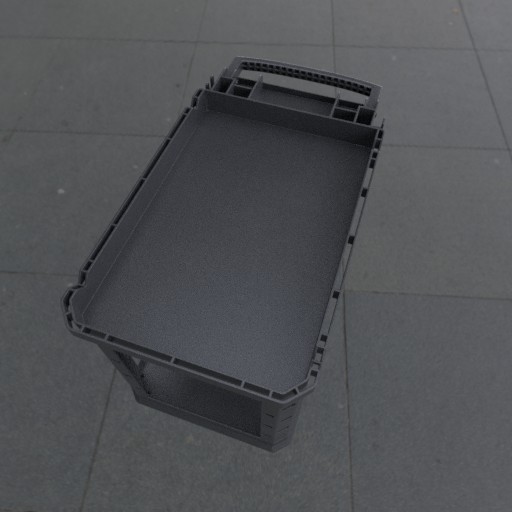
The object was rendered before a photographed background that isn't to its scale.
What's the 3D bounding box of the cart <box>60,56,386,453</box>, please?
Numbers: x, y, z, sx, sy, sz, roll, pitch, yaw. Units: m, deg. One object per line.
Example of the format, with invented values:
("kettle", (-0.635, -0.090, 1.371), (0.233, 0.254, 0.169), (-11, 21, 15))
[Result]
("cart", (0.000, 0.000, 1.725), (0.674, 0.884, 1.239), (16, 59, 10))
